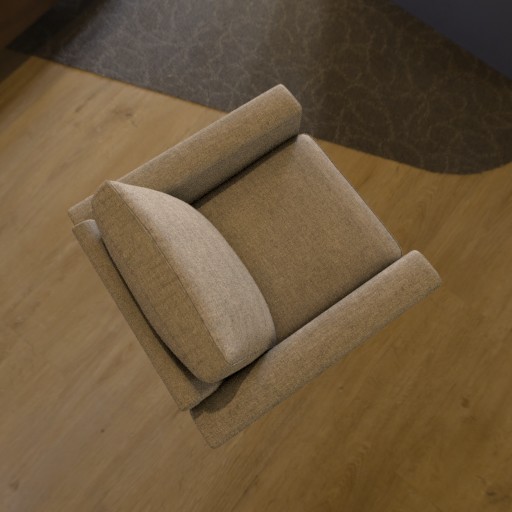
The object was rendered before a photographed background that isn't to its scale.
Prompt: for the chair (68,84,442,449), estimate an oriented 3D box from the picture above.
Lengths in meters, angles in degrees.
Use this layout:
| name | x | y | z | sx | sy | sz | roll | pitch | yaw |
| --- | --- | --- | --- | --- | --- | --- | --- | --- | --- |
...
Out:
| name | x | y | z | sx | sy | sz | roll | pitch | yaw |
| --- | --- | --- | --- | --- | --- | --- | --- | --- | --- |
| chair | 0.000 | 0.000 | 1.816 | 1.038 | 1.010 | 1.024 | -33 | 77 | -9 |
